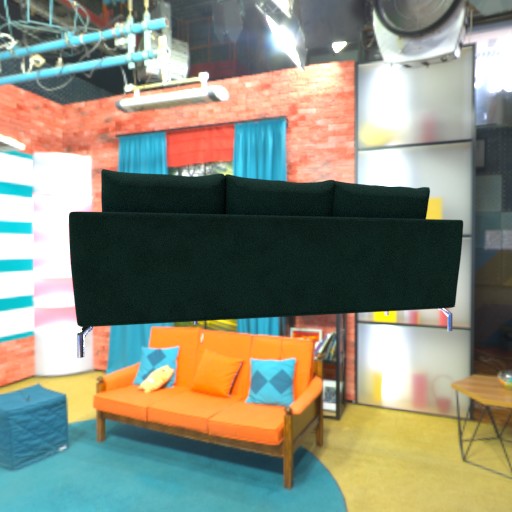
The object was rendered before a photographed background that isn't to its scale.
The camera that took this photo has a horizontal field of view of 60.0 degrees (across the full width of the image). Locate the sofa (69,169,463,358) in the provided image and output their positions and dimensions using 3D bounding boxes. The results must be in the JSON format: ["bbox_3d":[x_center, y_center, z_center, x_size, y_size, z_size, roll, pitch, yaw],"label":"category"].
[{"bbox_3d":[0.000,0.000,3.278,2.441,1.007,1.489,0,1,-18],"label":"sofa"}]
